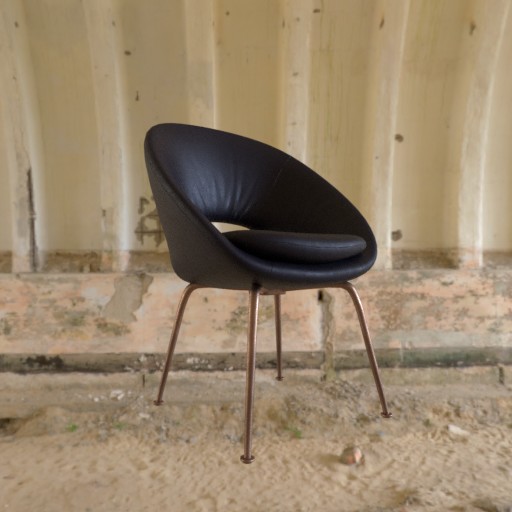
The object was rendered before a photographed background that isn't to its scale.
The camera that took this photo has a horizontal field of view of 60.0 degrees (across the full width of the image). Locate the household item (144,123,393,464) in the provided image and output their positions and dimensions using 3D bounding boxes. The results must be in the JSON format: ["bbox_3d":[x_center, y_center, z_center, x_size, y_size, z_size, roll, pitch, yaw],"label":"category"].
[{"bbox_3d":[0.000,0.000,1.255,0.623,0.852,0.573,0,-1,-36],"label":"household item"}]
